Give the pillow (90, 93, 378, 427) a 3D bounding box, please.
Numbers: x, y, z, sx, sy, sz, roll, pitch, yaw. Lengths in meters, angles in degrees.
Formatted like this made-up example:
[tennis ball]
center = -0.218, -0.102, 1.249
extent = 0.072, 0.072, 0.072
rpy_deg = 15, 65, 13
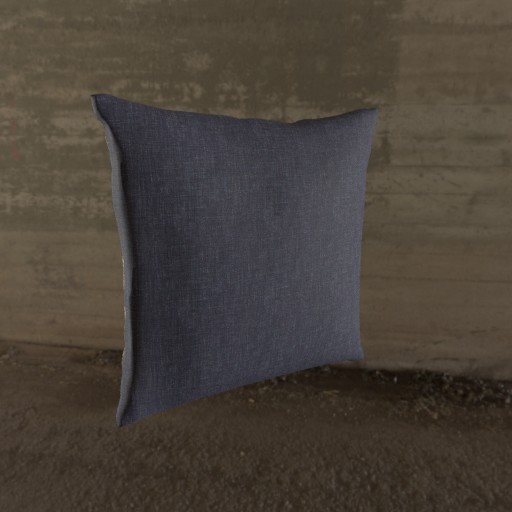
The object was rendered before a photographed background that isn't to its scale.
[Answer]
[pillow]
center = 0.000, 0.000, 0.770
extent = 0.510, 0.510, 0.145
rpy_deg = -7, 16, -27
